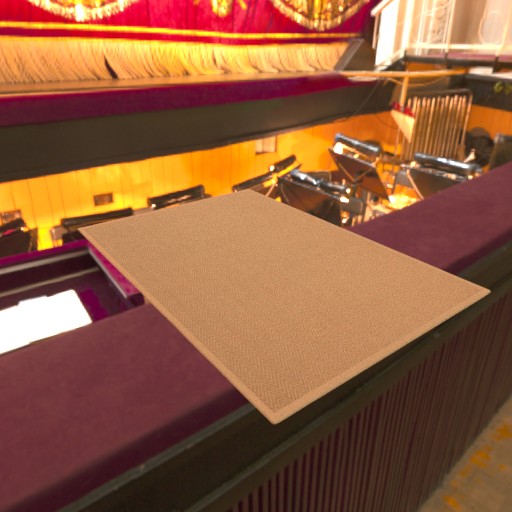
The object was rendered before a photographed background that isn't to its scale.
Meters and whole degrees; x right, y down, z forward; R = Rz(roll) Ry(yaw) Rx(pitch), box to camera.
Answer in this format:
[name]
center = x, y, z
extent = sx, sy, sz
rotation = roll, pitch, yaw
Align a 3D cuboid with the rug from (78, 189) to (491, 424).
[rug]
center = 0.000, 0.000, 2.804
extent = 1.532, 0.017, 2.244
rotation = -19, 32, -33
